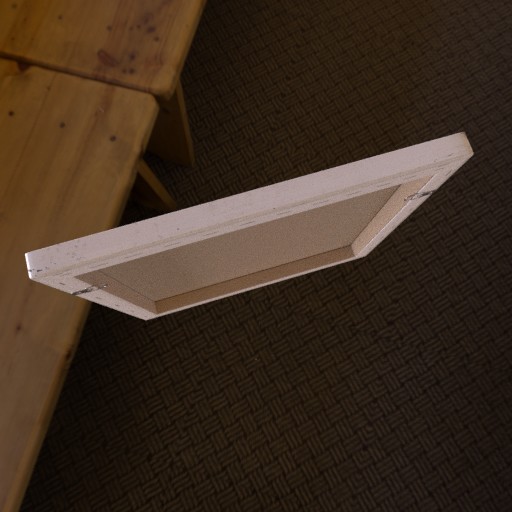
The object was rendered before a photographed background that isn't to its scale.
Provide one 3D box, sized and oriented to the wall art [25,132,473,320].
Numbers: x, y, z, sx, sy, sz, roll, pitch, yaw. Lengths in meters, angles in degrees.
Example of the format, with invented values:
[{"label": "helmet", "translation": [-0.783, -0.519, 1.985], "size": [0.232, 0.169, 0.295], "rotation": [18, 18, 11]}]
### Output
[{"label": "wall art", "translation": [0.000, 0.000, 0.880], "size": [0.610, 0.611, 0.040], "rotation": [-16, 77, -4]}]
